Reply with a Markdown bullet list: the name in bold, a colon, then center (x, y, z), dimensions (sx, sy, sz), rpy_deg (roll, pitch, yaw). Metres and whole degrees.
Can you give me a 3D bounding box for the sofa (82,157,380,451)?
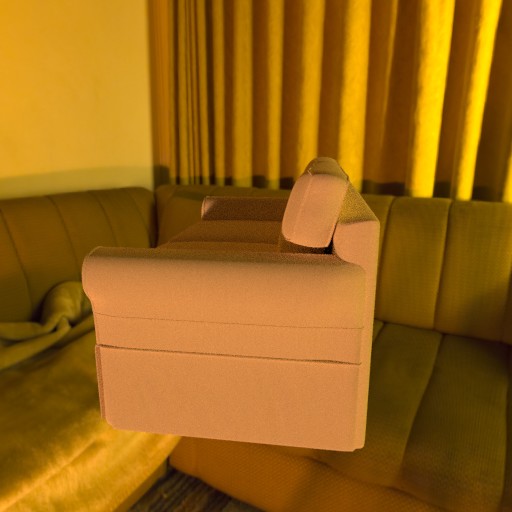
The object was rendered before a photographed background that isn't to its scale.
- **sofa**: center (0.000, 0.000, 2.240), dimensions (0.991, 0.940, 1.727), rpy_deg (2, 14, 8)
